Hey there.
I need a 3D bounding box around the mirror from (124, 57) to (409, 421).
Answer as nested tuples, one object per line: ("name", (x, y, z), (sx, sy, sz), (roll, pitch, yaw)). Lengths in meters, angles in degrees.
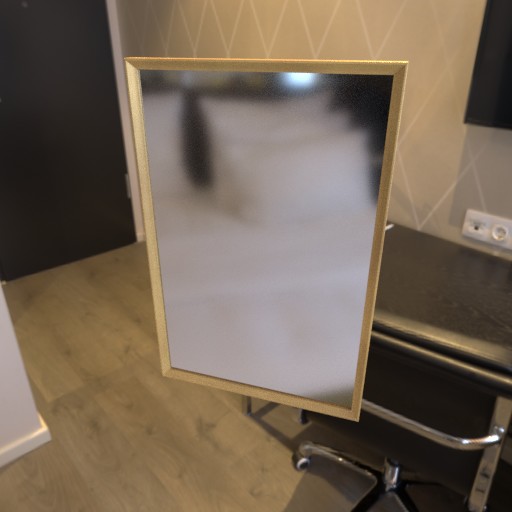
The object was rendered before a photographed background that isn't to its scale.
("mirror", (0.000, 0.000, 1.127), (0.609, 0.915, 0.041), (8, 27, 16))
